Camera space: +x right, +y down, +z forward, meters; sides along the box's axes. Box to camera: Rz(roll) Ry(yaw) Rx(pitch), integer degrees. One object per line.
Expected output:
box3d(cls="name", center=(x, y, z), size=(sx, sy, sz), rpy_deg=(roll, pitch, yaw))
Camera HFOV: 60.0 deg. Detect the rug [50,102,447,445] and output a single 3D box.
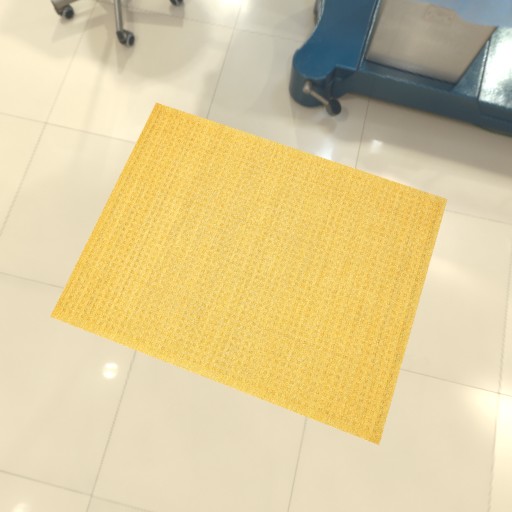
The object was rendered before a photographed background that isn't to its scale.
box3d(cls="rug", center=(0.000, 0.000, 4.369), size=(3.242, 0.015, 2.486), rpy_deg=(20, 76, 5))
